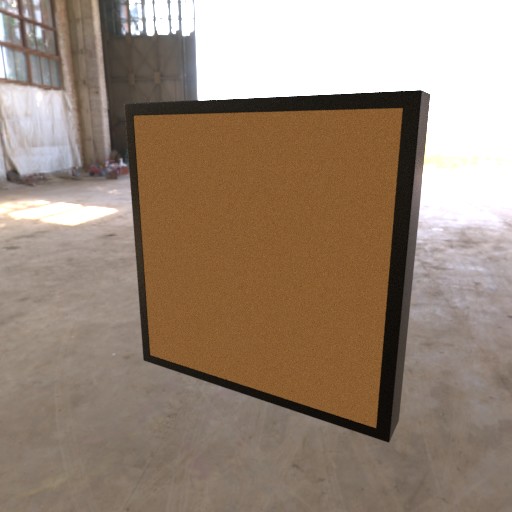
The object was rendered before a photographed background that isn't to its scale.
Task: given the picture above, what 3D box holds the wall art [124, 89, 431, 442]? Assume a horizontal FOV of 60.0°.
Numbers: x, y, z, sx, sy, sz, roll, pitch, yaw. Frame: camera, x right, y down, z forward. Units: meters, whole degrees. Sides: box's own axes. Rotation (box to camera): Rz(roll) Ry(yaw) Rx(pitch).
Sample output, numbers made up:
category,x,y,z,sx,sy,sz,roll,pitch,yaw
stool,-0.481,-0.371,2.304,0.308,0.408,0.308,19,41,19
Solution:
category,x,y,z,sx,sy,sz,roll,pitch,yaw
wall art,0.000,0.000,0.448,0.299,0.299,0.037,9,18,29
